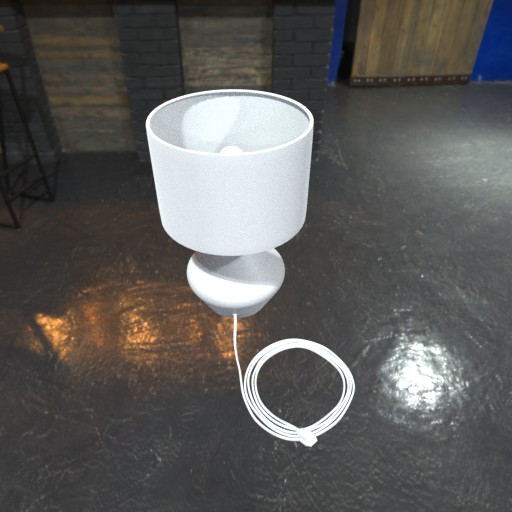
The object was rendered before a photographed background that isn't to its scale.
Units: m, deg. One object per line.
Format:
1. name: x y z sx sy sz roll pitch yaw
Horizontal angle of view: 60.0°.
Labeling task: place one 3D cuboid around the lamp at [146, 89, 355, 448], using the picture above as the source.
1. lamp: 0.000 0.000 0.862 0.401 0.457 0.546 0 39 0
